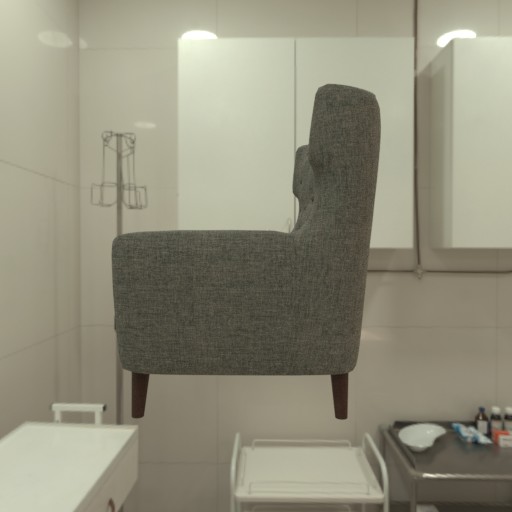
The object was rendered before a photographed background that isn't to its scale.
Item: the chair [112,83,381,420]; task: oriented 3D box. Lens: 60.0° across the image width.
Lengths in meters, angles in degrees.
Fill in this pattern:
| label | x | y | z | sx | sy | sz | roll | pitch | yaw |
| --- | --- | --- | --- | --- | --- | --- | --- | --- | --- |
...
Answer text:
| label | x | y | z | sx | sy | sz | roll | pitch | yaw |
| --- | --- | --- | --- | --- | --- | --- | --- | --- | --- |
| chair | 0.000 | 0.000 | 1.766 | 0.904 | 1.063 | 0.878 | 0 | 1 | 1 |
